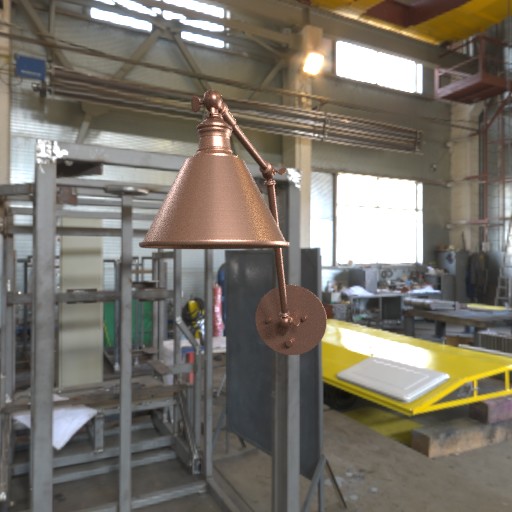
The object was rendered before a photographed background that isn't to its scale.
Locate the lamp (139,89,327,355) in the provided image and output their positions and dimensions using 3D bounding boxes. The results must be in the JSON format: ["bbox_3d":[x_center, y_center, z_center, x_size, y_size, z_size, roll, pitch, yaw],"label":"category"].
[{"bbox_3d":[0.000,0.000,0.861,0.223,0.502,0.624,0,0,18],"label":"lamp"}]
